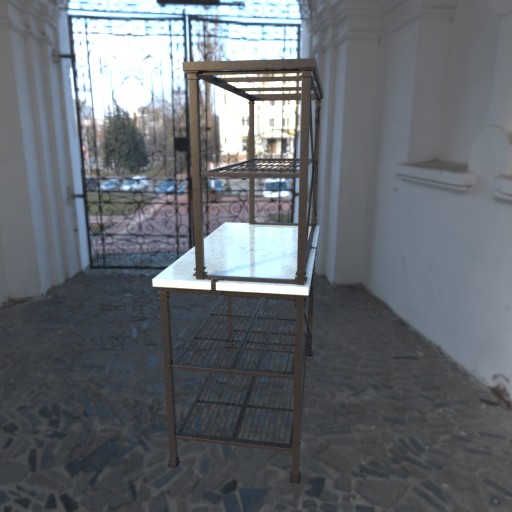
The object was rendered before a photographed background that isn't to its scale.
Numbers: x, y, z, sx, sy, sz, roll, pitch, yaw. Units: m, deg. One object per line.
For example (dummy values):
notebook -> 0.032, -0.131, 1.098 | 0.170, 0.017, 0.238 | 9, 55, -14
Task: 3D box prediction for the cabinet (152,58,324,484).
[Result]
cabinet -> 0.000, 0.000, 2.254 | 0.610, 1.659, 1.210 | 3, 15, 9
